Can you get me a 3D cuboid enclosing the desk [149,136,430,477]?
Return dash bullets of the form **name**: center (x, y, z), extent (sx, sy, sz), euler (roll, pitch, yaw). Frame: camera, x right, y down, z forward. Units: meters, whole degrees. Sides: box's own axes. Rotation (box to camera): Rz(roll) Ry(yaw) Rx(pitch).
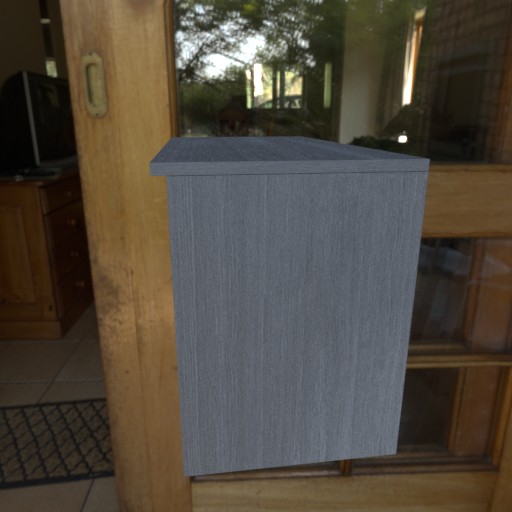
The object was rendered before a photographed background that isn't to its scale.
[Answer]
- **desk**: center (0.000, 0.000, 1.490), extent (0.557, 0.729, 1.099), euler (-2, 18, -8)
